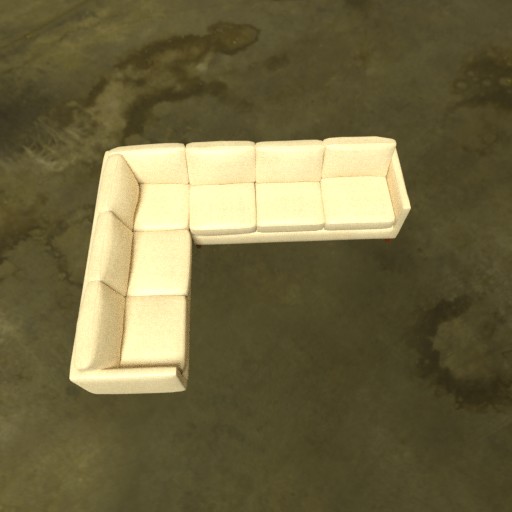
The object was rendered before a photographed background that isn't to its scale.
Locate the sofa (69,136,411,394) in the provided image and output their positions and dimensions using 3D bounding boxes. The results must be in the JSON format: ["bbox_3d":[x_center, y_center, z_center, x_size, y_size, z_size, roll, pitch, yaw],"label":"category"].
[{"bbox_3d":[0.000,0.000,4.593,3.302,0.947,2.593,-2,62,-1],"label":"sofa"}]
